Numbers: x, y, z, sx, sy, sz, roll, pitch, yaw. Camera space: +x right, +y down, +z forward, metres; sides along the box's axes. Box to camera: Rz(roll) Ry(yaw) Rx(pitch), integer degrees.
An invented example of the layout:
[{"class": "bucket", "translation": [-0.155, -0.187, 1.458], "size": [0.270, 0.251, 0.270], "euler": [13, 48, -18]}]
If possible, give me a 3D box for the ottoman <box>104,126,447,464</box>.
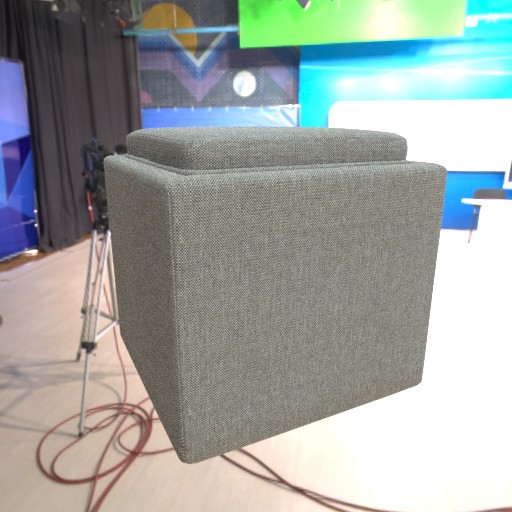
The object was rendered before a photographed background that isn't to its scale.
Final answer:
[{"class": "ottoman", "translation": [0.000, 0.000, 0.820], "size": [0.450, 0.460, 0.450], "euler": [-8, 19, -26]}]
